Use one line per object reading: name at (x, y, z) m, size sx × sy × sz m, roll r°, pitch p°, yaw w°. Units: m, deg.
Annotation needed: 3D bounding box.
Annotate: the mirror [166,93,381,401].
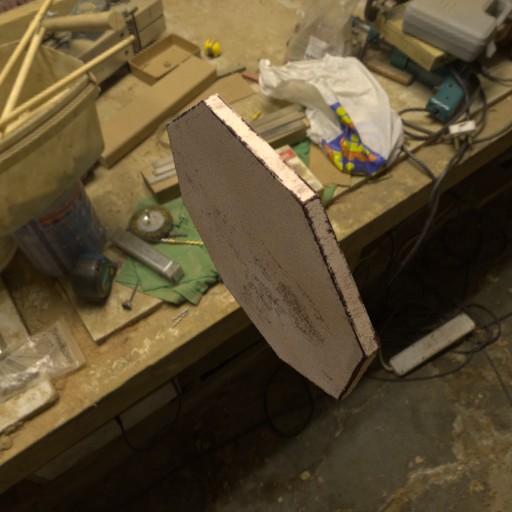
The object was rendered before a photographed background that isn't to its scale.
mirror at (0.000, 0.000, 0.952) m, size 0.031 × 0.648 × 0.648 m, roll -31°, pitch 63°, yaw -18°
